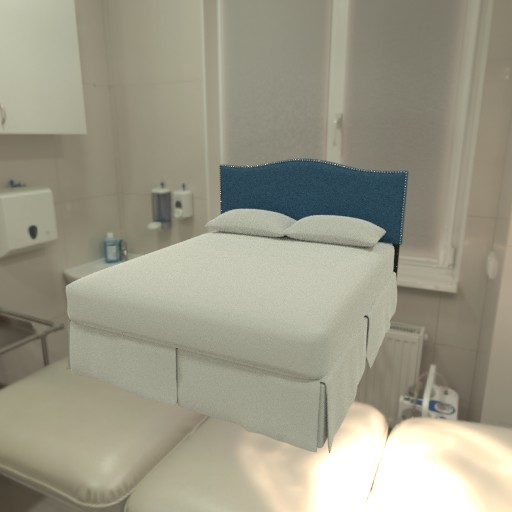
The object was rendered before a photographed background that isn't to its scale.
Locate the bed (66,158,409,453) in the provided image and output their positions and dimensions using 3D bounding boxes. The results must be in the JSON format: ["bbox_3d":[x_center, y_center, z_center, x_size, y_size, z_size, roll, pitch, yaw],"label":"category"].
[{"bbox_3d":[0.000,0.000,2.900,1.610,1.169,1.872,7,17,25],"label":"bed"}]
